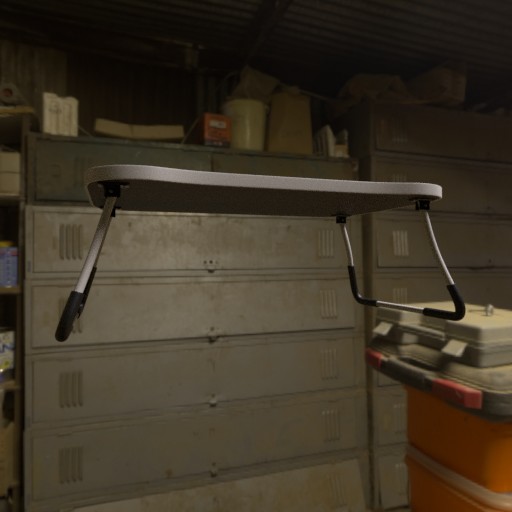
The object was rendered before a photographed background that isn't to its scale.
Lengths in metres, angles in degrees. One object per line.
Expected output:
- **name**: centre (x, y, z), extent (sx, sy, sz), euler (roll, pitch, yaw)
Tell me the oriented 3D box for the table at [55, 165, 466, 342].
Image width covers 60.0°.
- **table**: centre (0.000, 0.000, 0.836), extent (0.660, 0.232, 0.400), euler (0, 0, -18)
